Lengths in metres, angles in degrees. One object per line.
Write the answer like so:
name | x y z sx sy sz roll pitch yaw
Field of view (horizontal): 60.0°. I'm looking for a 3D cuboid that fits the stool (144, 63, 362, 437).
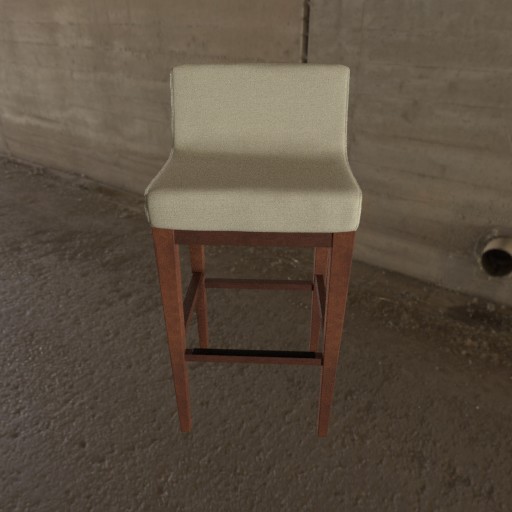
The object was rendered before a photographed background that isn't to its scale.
stool | 0.000 0.000 1.337 0.511 1.037 0.500 1 29 2
